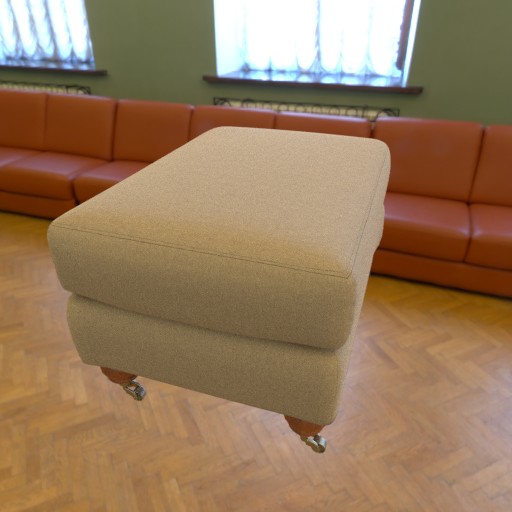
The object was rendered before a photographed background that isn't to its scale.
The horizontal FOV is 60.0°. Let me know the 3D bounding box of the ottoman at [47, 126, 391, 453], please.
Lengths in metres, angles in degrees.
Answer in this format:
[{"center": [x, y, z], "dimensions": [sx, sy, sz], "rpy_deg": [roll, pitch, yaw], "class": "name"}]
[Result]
[{"center": [0.000, 0.000, 1.111], "dimensions": [0.574, 0.497, 0.773], "rpy_deg": [10, 31, 16], "class": "ottoman"}]
